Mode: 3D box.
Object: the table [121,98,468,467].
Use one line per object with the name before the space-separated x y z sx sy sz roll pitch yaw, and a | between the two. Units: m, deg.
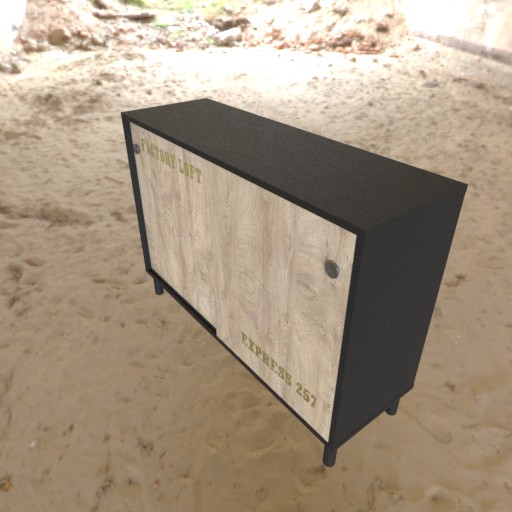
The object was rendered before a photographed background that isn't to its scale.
table | 0.000 0.000 1.624 0.400 0.855 1.200 -23 38 -32
